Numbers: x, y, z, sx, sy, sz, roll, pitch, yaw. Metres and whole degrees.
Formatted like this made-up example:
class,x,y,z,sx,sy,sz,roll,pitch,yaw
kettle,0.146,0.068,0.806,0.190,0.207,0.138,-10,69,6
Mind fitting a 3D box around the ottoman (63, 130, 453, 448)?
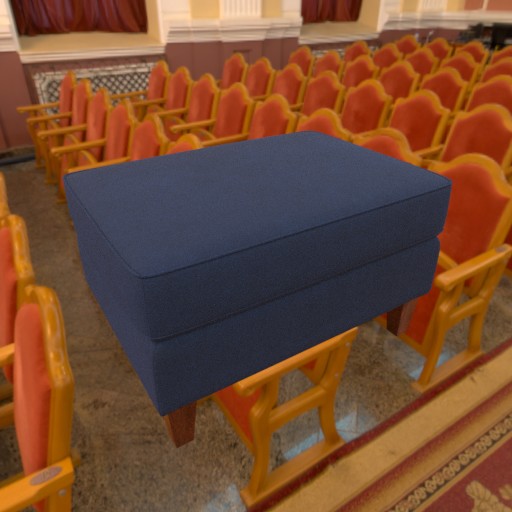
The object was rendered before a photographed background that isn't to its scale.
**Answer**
class,x,y,z,sx,sy,sz,roll,pitch,yaw
ottoman,0.000,0.000,1.408,0.965,0.584,0.686,-18,35,-27
